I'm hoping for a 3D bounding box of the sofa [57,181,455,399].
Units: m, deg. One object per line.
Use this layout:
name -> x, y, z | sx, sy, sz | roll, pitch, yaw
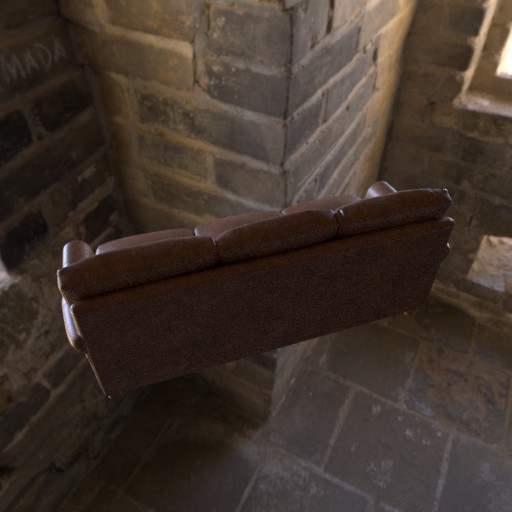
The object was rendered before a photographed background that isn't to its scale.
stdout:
sofa -> 0.000, 0.000, 2.885 | 2.351, 0.977, 0.973 | -13, 42, -14
